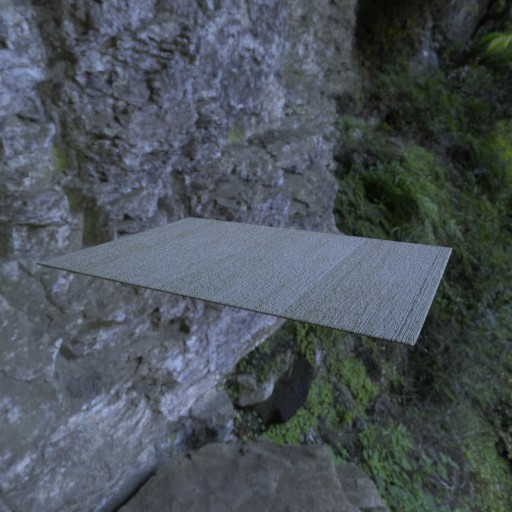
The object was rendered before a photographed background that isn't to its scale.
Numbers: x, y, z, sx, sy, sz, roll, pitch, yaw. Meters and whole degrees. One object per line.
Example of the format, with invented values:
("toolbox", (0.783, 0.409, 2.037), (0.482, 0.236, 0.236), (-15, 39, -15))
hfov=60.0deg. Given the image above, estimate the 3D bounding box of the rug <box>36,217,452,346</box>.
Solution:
("rug", (0.000, 0.000, 5.098), (3.935, 0.025, 2.782), (9, 19, 27))
